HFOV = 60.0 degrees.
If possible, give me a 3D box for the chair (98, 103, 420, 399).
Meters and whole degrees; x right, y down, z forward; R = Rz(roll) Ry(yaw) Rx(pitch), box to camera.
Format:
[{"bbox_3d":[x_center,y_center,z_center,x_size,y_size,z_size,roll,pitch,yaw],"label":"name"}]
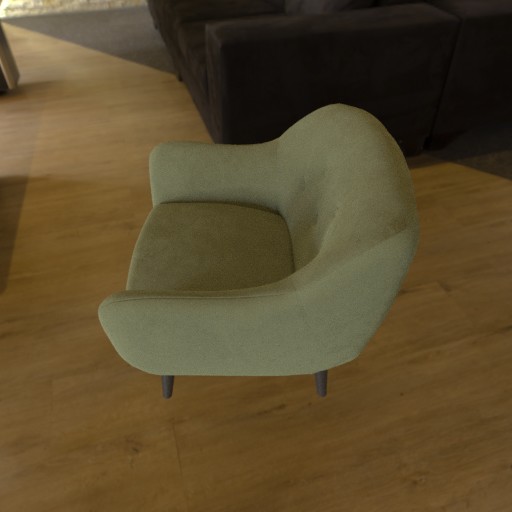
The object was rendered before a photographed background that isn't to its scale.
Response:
[{"bbox_3d":[0.000,0.000,1.482,0.819,0.804,0.840,0,42,-1],"label":"chair"}]
